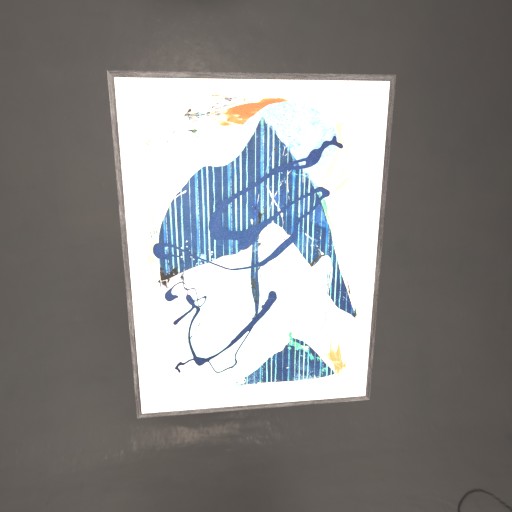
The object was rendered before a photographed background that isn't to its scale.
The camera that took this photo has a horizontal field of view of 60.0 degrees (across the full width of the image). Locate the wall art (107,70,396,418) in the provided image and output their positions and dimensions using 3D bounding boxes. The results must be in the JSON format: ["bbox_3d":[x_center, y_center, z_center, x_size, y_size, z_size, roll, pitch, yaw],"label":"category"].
[{"bbox_3d":[0.000,0.000,1.329,0.762,1.016,0.063,-2,16,-7],"label":"wall art"}]
